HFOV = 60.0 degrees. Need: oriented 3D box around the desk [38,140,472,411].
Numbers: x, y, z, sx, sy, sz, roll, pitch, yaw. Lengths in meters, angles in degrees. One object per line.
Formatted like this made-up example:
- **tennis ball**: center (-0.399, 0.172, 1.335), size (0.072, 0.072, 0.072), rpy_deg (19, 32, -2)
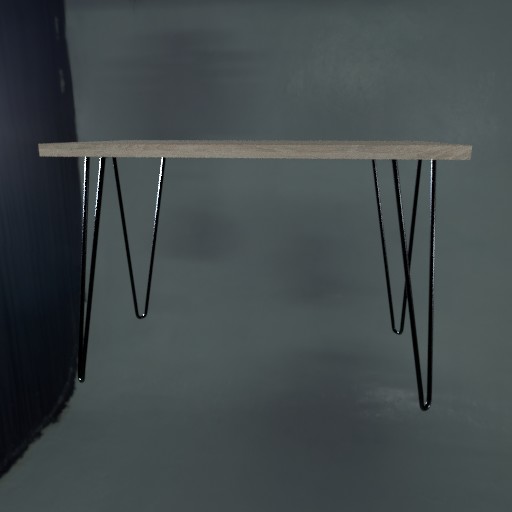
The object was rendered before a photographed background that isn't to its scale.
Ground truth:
- **desk**: center (0.000, 0.000, 1.328), size (0.991, 0.660, 0.499), rpy_deg (2, 16, 8)
